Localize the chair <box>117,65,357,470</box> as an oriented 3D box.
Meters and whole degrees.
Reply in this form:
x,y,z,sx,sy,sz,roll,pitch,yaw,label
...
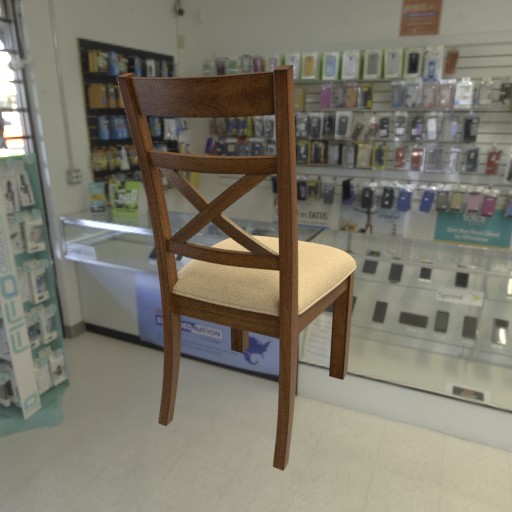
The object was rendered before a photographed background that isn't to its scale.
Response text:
x,y,z,sx,sy,sz,roll,pitch,yaw,label
0.000,0.000,1.267,0.461,0.949,0.581,9,20,26,chair
